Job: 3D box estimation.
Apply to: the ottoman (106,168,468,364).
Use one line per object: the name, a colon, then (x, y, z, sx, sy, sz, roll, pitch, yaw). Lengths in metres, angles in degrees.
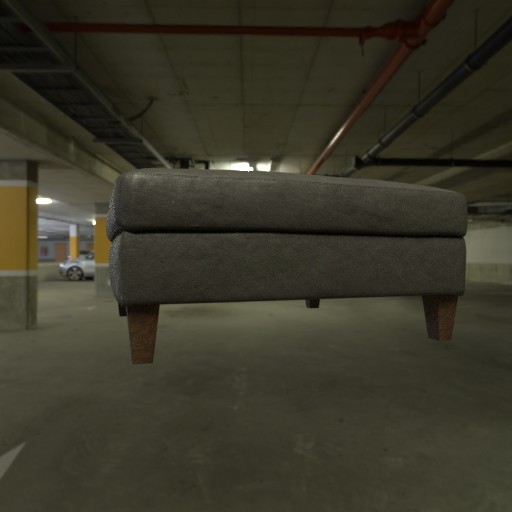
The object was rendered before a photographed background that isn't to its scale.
ottoman: (0.000, 0.000, 1.321, 0.844, 0.415, 0.836, 0, 0, -19)
